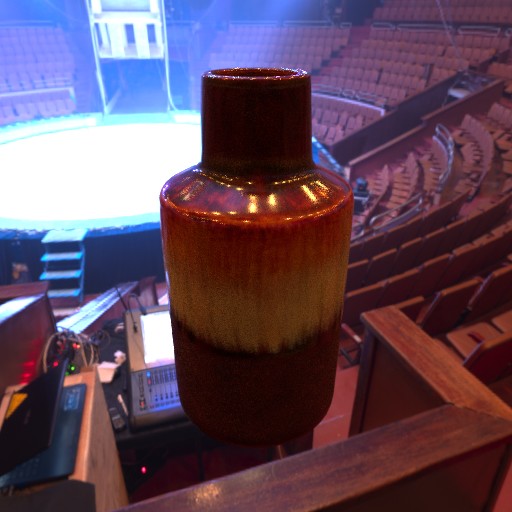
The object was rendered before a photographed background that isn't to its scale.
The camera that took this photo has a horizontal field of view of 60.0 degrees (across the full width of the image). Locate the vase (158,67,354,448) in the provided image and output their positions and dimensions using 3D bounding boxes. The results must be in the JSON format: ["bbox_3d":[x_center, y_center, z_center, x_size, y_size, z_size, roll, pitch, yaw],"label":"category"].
[{"bbox_3d":[0.000,0.000,0.264,0.108,0.204,0.108,0,28,0],"label":"vase"}]
